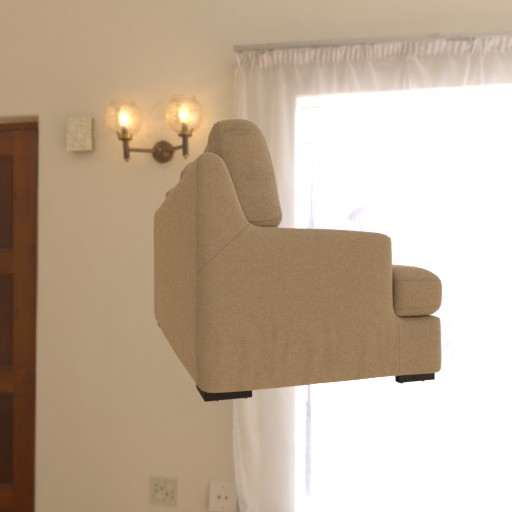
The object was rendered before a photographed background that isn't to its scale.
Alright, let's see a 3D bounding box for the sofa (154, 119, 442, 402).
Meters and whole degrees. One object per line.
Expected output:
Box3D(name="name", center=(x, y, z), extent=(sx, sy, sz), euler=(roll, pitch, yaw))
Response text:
Box3D(name="sofa", center=(0.000, 0.000, 2.427), extent=(0.962, 0.967, 1.885), euler=(0, 0, -17))
